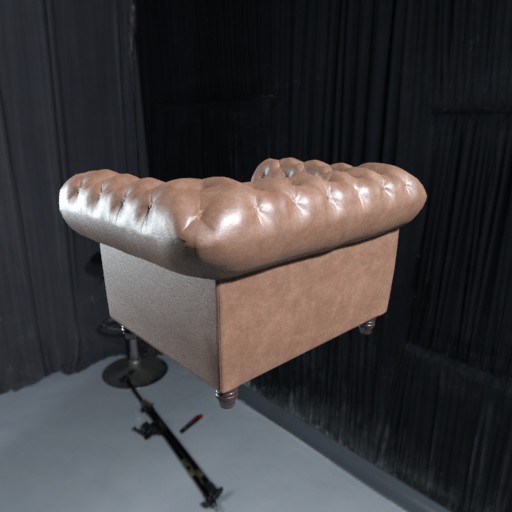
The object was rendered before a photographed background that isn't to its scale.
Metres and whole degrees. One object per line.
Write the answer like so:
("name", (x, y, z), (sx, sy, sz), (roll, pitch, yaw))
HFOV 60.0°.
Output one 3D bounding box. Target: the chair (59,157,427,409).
("chair", (0.000, 0.000, 1.911), (1.298, 0.784, 0.954), (-15, 22, -40))
